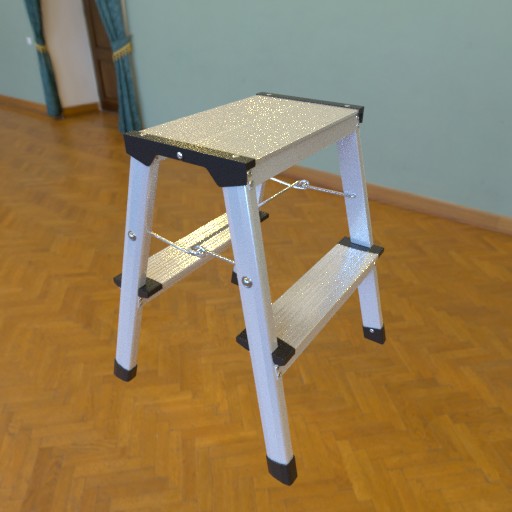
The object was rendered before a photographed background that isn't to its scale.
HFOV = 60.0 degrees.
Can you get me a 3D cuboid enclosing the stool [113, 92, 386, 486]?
[{"bbox_3d":[0.000,0.000,0.784,0.405,0.480,0.404,20,37,29],"label":"stool"}]
